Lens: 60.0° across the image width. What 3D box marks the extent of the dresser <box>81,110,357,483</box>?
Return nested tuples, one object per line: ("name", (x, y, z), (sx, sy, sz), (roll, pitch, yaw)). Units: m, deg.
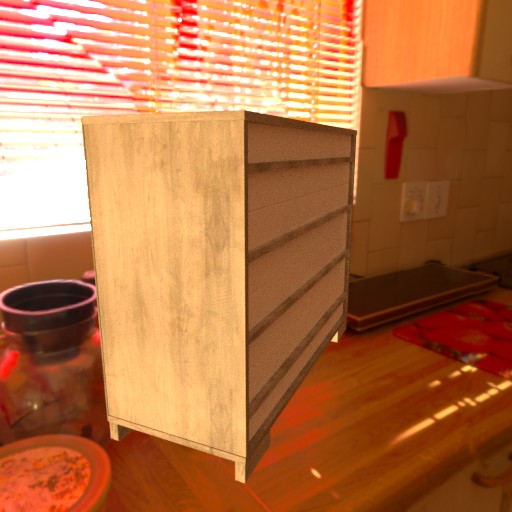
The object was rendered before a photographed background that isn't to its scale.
("dresser", (0.000, 0.000, 1.438), (0.404, 0.816, 0.994), (6, 15, 24))
